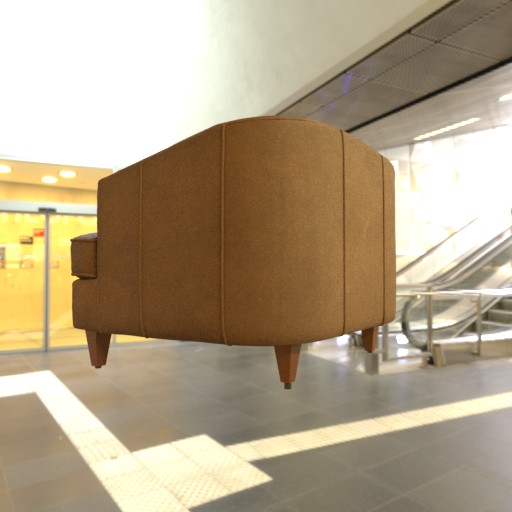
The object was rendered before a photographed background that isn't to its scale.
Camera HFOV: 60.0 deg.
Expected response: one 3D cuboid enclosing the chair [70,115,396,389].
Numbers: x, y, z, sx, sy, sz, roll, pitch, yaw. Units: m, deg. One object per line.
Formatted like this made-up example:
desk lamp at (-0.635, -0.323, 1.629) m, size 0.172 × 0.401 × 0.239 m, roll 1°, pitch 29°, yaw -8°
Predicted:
chair at (0.000, 0.000, 1.752) m, size 0.914 × 0.787 × 1.118 m, roll -1°, pitch -1°, yaw 35°
